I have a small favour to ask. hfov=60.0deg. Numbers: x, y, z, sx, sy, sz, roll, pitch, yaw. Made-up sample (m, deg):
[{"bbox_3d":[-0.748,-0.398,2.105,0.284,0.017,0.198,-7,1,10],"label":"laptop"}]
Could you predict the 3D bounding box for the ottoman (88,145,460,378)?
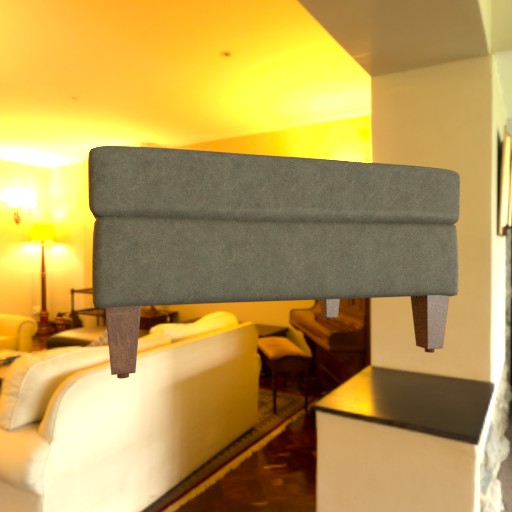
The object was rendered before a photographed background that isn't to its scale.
[{"bbox_3d":[0.000,0.000,1.222,0.839,0.464,0.639,0,1,-18],"label":"ottoman"}]
